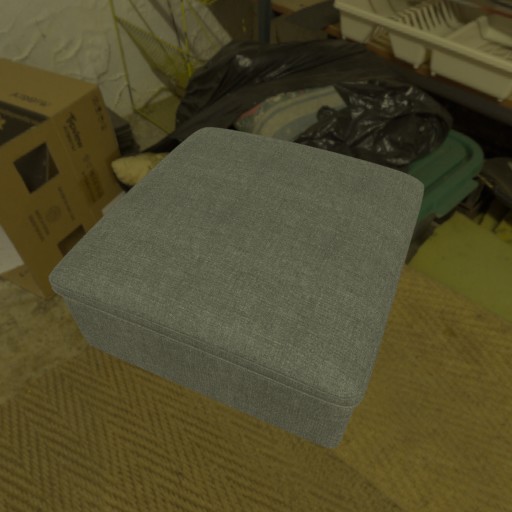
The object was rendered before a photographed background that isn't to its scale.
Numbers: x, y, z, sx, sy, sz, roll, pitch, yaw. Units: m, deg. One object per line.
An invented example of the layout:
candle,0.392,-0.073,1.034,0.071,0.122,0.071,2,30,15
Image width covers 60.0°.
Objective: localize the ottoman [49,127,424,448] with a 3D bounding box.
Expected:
ottoman,0.000,0.000,1.738,1.067,0.559,1.067,18,49,16
